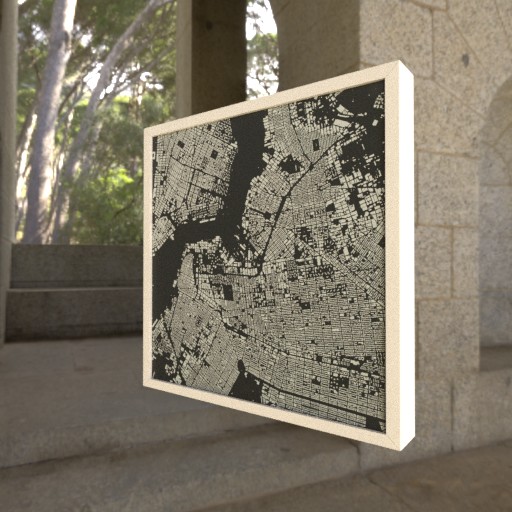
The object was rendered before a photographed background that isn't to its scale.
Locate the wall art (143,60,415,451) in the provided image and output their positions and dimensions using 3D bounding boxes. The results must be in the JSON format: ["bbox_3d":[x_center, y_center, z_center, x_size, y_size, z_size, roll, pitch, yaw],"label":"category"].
[{"bbox_3d":[0.000,0.000,0.450,0.305,0.305,0.037,0,-1,36],"label":"wall art"}]
